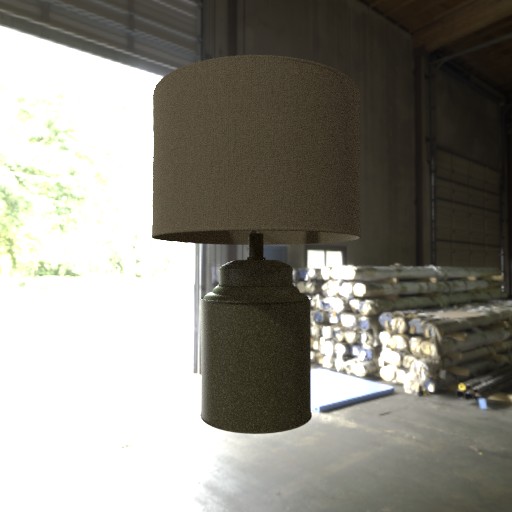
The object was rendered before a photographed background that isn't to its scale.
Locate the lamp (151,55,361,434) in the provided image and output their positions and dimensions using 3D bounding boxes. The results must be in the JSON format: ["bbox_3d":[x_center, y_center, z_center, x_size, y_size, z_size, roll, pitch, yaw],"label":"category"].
[{"bbox_3d":[0.000,0.000,0.691,0.318,0.486,0.318,0,-2,0],"label":"lamp"}]
